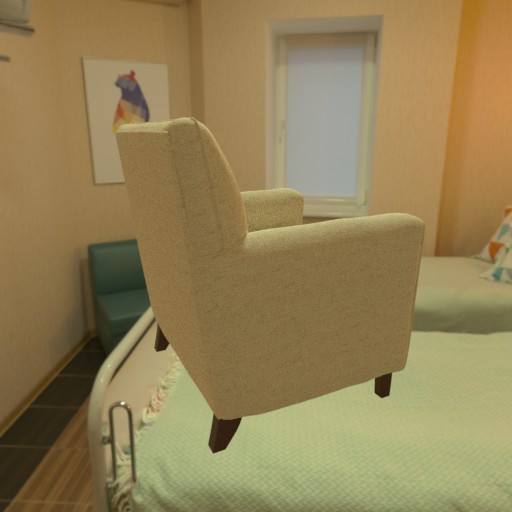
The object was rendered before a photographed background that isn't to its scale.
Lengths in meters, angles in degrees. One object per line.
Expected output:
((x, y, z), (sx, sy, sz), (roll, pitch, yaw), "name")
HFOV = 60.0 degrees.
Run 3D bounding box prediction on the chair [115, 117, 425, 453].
((0.000, 0.000, 1.631), (0.823, 0.943, 0.870), (-7, 17, -25), "chair")
